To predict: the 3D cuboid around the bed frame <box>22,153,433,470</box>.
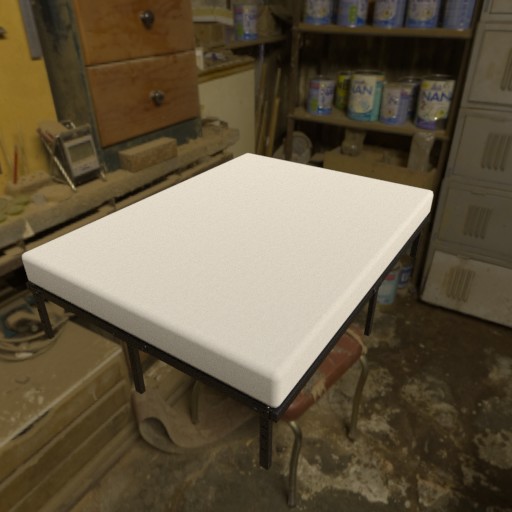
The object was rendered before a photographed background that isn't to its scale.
[{"bbox_3d":[0.000,0.000,3.509,1.990,0.680,2.635,19,35,28],"label":"bed frame"}]
